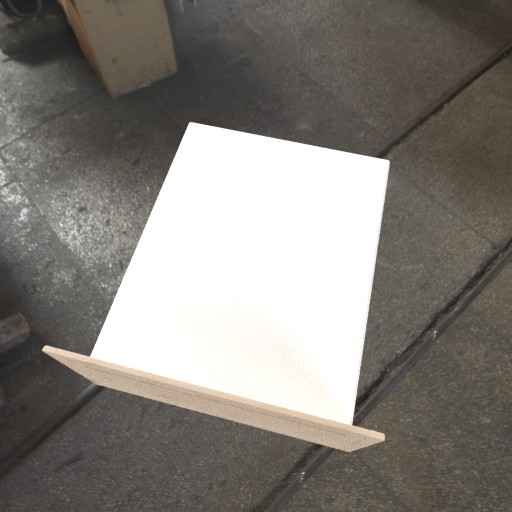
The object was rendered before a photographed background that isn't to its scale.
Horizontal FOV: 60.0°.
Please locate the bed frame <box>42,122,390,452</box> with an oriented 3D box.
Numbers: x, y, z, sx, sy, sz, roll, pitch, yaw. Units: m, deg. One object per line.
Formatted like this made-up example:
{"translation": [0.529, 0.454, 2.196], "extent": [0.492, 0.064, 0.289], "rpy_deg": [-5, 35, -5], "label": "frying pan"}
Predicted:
{"translation": [0.000, 0.000, 3.091], "extent": [1.800, 0.900, 2.080], "rpy_deg": [13, 64, 6], "label": "bed frame"}
